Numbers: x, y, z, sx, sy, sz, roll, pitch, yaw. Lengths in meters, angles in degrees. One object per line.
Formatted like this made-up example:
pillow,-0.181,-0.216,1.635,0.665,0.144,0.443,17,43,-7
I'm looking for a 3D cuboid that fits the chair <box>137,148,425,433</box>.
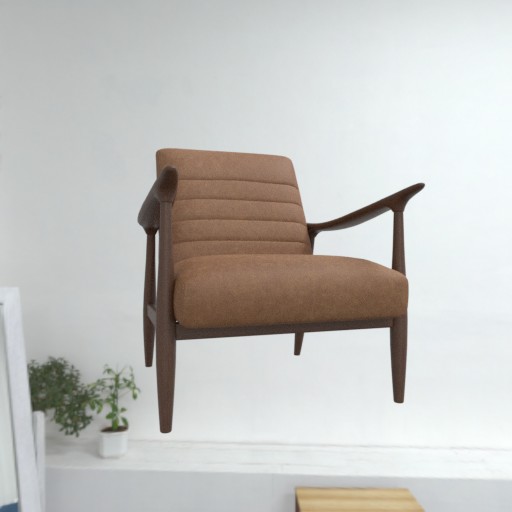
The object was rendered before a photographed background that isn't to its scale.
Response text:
chair,0.000,0.000,1.436,0.741,0.832,0.798,0,0,-19
